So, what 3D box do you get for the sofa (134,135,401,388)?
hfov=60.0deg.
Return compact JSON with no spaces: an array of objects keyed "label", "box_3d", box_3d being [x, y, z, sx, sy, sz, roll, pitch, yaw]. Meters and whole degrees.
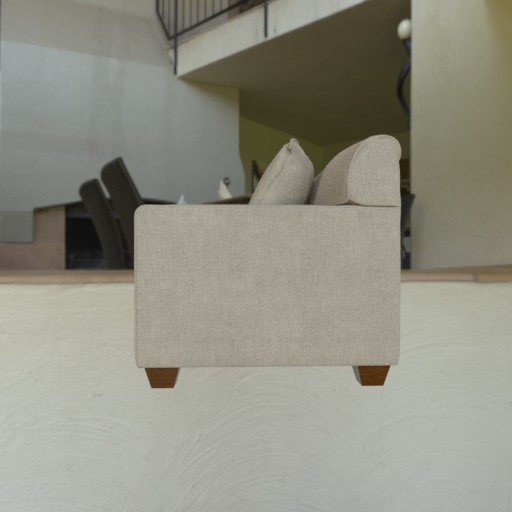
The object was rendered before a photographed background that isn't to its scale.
[{"label":"sofa","box_3d":[0.000,0.000,2.475,0.998,0.958,1.846,0,0,-2]}]
